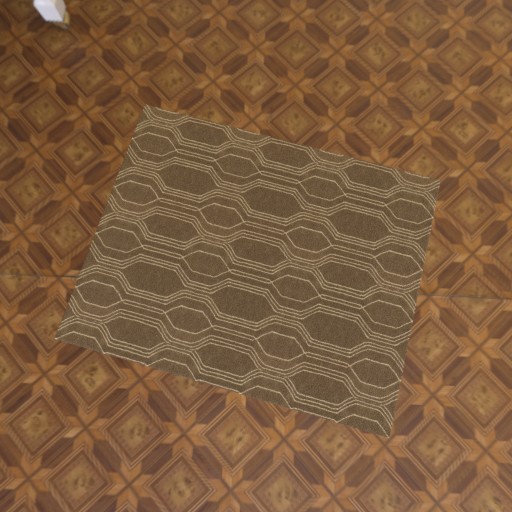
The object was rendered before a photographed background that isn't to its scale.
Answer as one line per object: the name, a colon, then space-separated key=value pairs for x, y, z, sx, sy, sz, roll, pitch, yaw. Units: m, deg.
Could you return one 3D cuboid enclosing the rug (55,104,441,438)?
rug: x=0.000 y=0.000 z=4.160 sx=3.062 sy=0.012 sz=2.457 roll=15 pitch=77 yaw=4
